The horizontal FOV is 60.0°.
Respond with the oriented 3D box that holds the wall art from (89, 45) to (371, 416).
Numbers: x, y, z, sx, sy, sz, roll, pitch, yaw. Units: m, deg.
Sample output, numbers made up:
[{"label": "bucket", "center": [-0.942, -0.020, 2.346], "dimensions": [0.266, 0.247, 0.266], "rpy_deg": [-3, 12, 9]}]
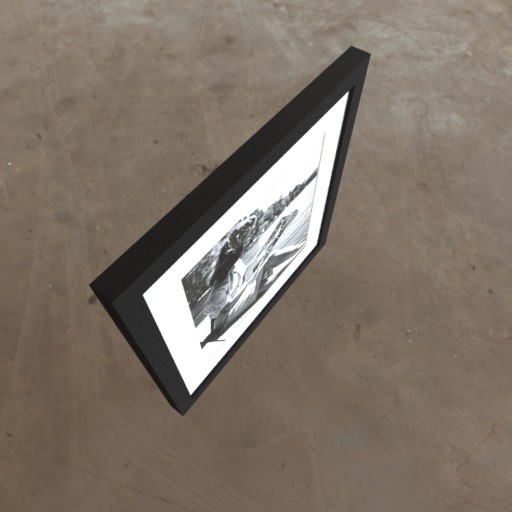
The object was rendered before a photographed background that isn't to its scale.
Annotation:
[{"label": "wall art", "center": [0.000, 0.000, 0.691], "dimensions": [0.030, 0.458, 0.462], "rpy_deg": [33, 64, 19]}]
